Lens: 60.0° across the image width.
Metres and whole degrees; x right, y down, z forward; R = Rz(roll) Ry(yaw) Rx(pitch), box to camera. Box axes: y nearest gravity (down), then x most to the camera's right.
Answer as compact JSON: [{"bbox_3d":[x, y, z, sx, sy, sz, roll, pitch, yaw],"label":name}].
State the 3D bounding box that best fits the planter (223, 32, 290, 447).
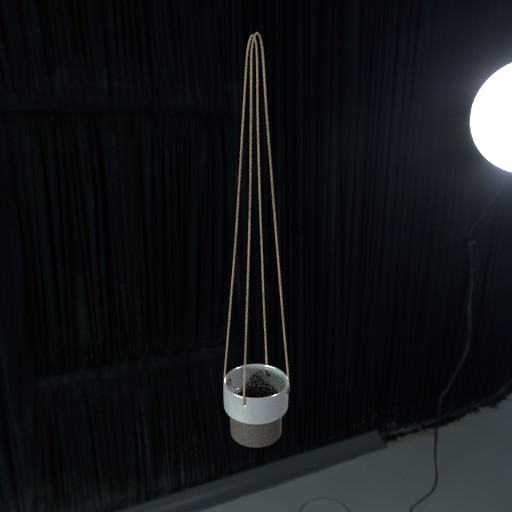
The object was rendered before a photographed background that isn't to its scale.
[{"bbox_3d":[0.000,0.000,1.170,0.187,1.073,0.187,-7,17,-25],"label":"planter"}]
